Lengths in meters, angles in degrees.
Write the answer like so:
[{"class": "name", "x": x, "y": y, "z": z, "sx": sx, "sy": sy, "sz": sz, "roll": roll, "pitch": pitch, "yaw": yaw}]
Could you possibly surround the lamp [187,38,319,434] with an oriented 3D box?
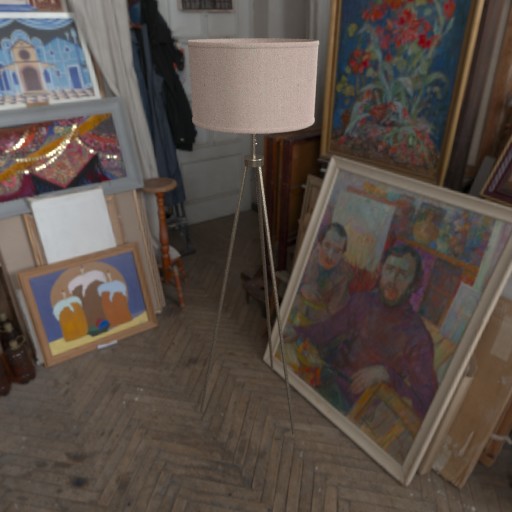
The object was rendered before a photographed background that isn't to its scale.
[{"class": "lamp", "x": 0.000, "y": 0.000, "z": 1.764, "sx": 0.449, "sy": 1.545, "sz": 0.460, "roll": 8, "pitch": 29, "yaw": 15}]
